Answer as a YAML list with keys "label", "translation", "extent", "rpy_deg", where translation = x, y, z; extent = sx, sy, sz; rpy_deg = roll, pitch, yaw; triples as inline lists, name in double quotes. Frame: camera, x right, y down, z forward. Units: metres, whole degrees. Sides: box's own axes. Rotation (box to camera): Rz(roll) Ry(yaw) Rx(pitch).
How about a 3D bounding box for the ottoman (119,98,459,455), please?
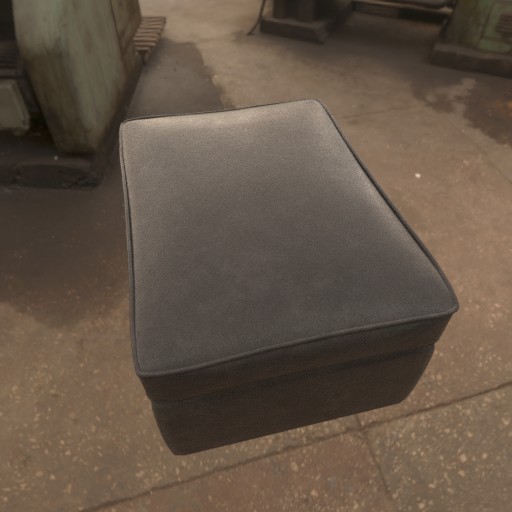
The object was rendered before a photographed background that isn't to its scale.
- label: "ottoman"
  translation: [0.000, 0.000, 1.073]
  extent: [0.554, 0.445, 0.756]
  rpy_deg: [-10, 48, -9]
